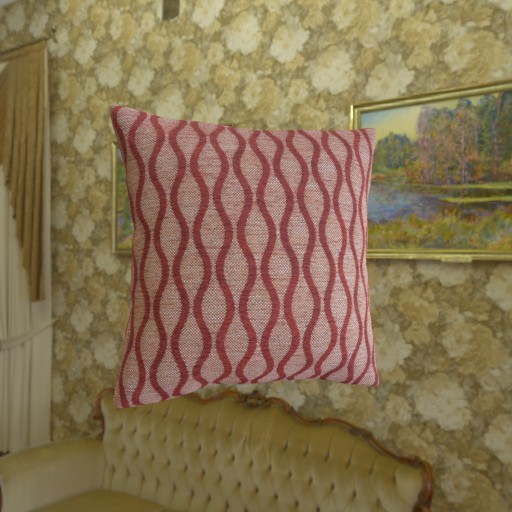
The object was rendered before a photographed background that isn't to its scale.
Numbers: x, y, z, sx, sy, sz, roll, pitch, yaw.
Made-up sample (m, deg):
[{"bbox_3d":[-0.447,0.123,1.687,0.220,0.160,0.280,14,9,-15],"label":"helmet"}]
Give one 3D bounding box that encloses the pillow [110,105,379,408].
[{"bbox_3d":[0.000,0.000,0.680,0.429,0.434,0.159,0,-1,-17],"label":"pillow"}]
